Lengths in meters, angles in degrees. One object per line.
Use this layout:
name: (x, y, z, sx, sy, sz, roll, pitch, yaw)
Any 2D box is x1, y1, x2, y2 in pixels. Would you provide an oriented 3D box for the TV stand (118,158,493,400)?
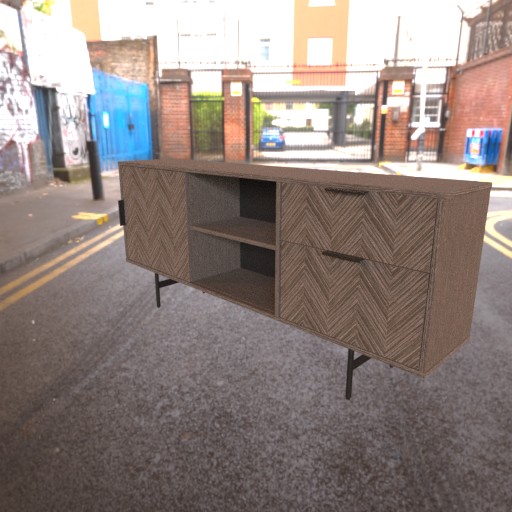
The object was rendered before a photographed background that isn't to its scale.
TV stand: (0.000, 0.000, 2.046, 1.804, 0.787, 0.405, 15, 22, 43)
